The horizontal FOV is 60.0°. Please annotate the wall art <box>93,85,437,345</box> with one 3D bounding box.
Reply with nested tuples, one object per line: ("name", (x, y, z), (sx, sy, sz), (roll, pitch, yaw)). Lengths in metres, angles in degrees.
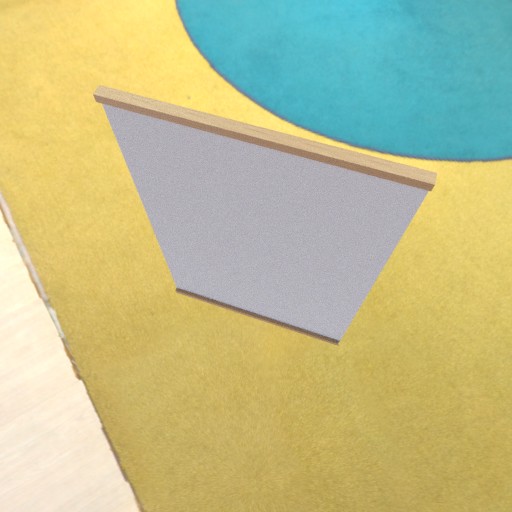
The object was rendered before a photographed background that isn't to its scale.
("wall art", (0.000, 0.000, 0.768), (0.401, 0.611, 0.016), (17, 64, 9))
